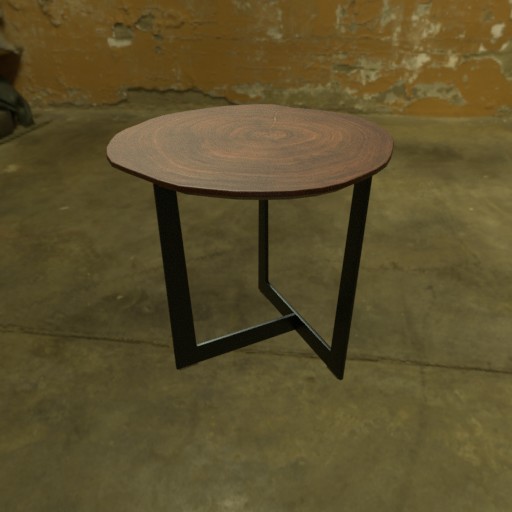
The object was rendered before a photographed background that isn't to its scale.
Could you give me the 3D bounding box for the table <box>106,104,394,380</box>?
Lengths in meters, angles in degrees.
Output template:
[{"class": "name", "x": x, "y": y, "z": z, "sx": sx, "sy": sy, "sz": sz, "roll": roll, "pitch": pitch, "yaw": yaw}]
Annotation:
[{"class": "table", "x": 0.000, "y": 0.000, "z": 0.881, "sx": 0.494, "sy": 0.476, "sz": 0.477, "roll": -21, "pitch": 37, "yaw": -31}]
